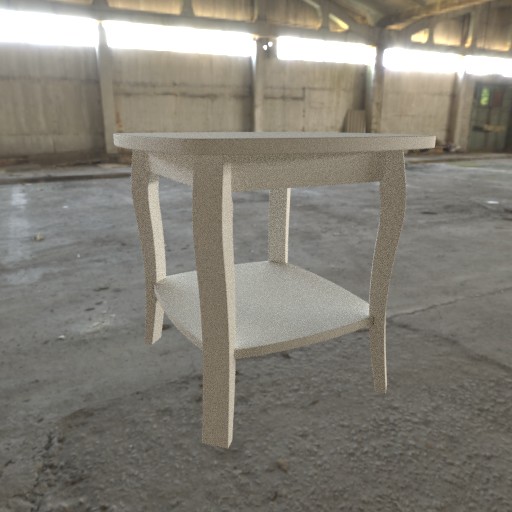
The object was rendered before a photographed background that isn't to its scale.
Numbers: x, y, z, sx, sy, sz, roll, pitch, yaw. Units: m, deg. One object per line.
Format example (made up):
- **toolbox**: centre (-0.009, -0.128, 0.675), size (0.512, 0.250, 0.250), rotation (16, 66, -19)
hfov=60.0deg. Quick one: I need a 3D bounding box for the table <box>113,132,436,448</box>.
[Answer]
- **table**: centre (0.000, 0.000, 0.824), size (0.451, 0.438, 0.502), rotation (-8, 18, -26)
